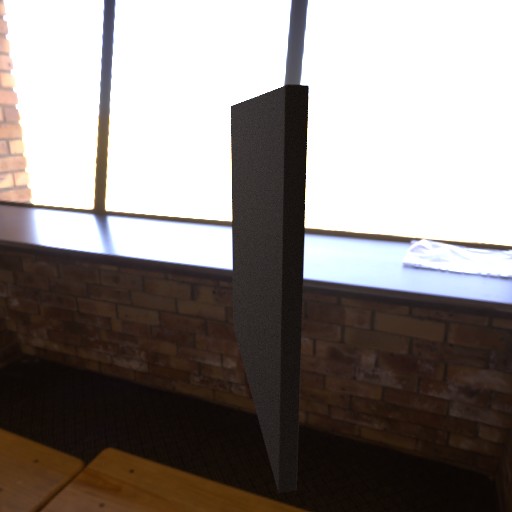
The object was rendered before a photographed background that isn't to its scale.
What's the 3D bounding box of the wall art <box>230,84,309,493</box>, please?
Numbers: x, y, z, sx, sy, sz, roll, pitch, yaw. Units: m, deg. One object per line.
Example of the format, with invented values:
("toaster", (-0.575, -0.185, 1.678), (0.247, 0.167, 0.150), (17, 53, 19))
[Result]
("wall art", (0.000, 0.000, 0.453), (0.015, 0.303, 0.304), (-3, 17, -9))
